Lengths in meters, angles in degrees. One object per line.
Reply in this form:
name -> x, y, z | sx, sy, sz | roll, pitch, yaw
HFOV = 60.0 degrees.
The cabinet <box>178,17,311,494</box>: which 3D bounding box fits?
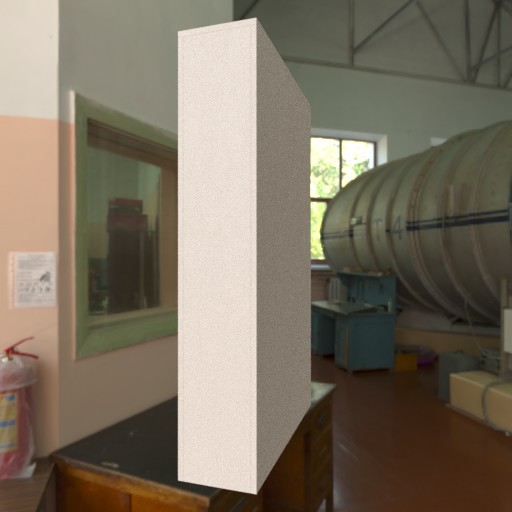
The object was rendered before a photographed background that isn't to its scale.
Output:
cabinet -> 0.000, 0.000, 1.585 | 0.250, 1.280, 0.750 | 0, 0, 18
